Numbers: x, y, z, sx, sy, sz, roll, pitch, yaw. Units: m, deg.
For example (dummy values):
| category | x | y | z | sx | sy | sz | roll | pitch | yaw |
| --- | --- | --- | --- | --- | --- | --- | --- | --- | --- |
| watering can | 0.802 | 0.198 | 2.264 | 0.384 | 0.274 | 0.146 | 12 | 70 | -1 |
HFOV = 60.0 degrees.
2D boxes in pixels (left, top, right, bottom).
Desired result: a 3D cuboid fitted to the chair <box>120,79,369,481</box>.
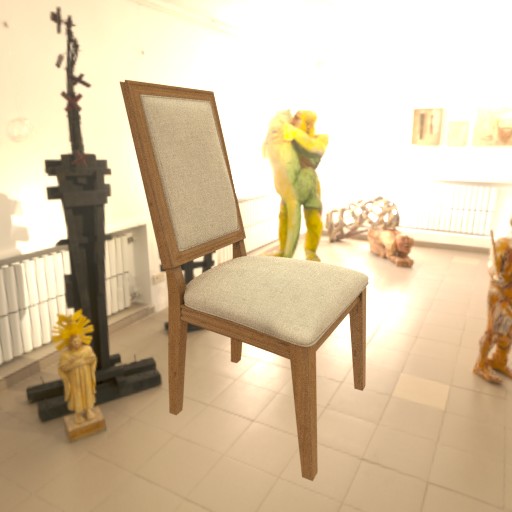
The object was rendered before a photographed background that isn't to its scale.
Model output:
| category | x | y | z | sx | sy | sz | roll | pitch | yaw |
| --- | --- | --- | --- | --- | --- | --- | --- | --- | --- |
| chair | 0.000 | 0.000 | 1.343 | 0.601 | 0.988 | 0.536 | 8 | 18 | 27 |
